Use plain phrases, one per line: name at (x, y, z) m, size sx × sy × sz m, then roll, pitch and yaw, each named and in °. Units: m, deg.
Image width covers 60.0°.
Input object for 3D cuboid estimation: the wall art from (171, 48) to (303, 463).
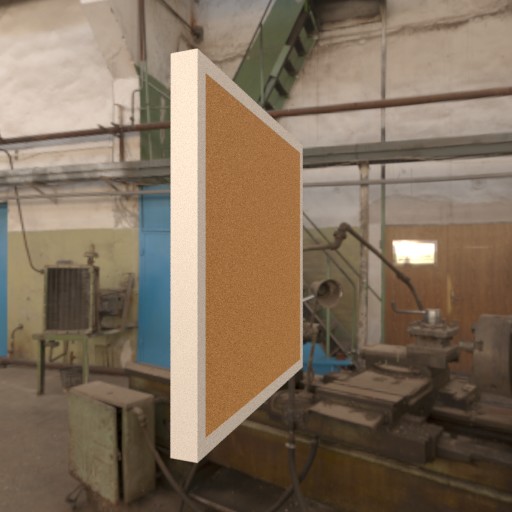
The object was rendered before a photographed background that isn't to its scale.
wall art at (0.000, 0.000, 0.787) m, size 0.038 × 0.508 × 0.507 m, roll 0°, pitch 0°, yaw 21°
